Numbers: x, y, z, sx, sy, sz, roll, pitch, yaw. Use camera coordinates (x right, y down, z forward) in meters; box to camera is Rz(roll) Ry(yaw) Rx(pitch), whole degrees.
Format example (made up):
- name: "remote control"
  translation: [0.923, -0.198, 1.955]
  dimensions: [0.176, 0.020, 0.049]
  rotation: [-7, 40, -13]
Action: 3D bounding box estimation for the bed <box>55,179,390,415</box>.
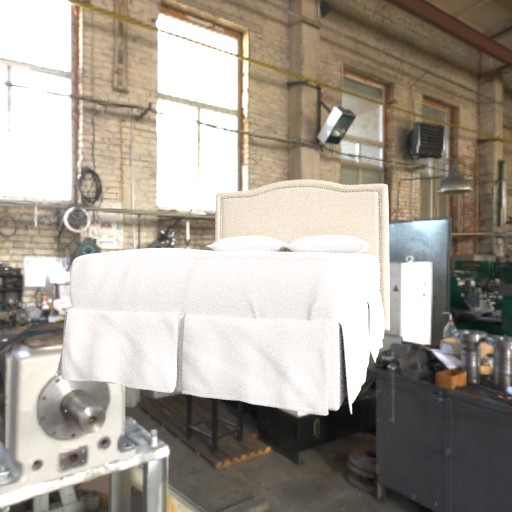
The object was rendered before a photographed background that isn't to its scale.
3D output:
- name: "bed"
  translation: [0.000, 0.000, 3.256]
  dimensions: [1.741, 1.449, 2.196]
  rotation: [0, 0, 21]
